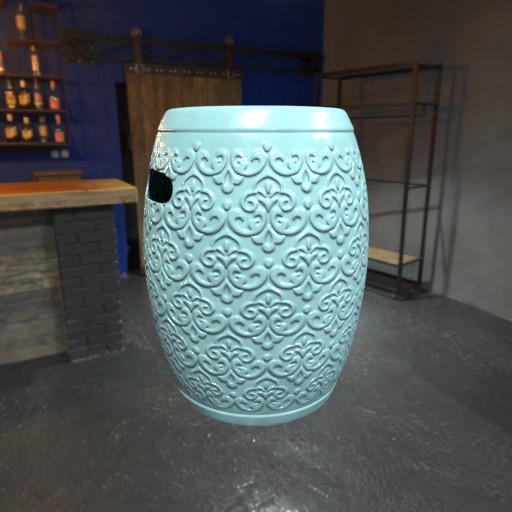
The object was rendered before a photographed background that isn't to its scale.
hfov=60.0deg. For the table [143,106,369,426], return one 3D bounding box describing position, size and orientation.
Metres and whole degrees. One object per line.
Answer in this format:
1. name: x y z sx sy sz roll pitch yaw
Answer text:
1. table: 0.000 0.000 0.632 0.309 0.397 0.309 0 16 0
